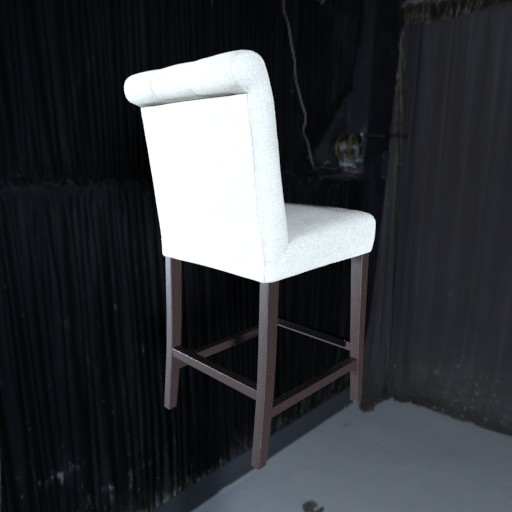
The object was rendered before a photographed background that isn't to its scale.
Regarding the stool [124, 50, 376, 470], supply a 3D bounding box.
[{"bbox_3d":[0.000,0.000,1.363,0.493,1.040,0.601,12,18,43],"label":"stool"}]
